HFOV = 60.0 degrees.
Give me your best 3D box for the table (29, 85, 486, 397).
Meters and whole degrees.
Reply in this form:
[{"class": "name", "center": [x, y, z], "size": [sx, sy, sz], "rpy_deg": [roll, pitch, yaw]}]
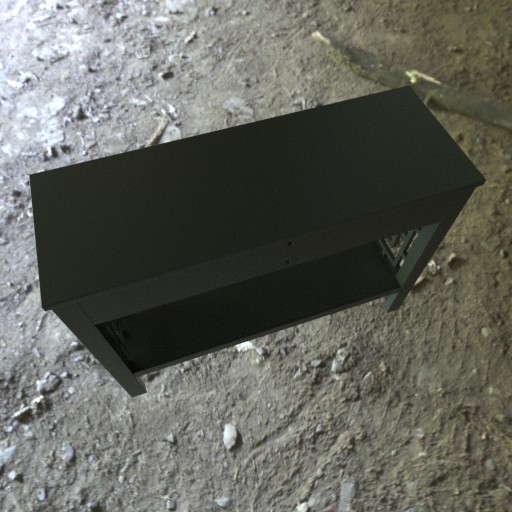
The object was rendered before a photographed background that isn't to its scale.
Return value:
[{"class": "table", "center": [0.000, 0.000, 1.420], "size": [1.068, 0.753, 0.397], "rpy_deg": [-16, 59, -10]}]
